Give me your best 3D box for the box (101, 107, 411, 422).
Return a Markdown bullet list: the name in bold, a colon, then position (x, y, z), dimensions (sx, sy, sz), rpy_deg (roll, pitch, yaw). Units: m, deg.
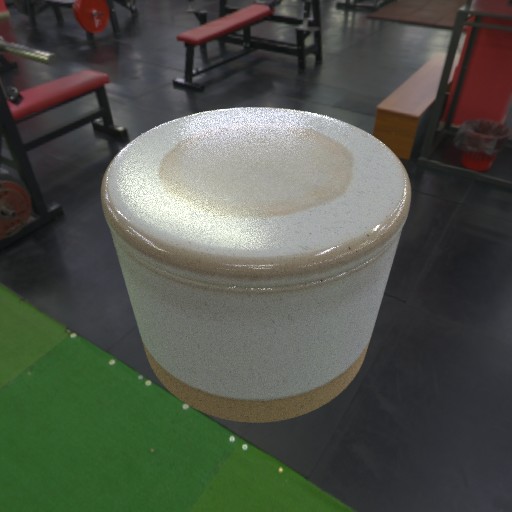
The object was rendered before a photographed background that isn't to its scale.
- **box**: position (0.000, 0.000, 0.263), dimensions (0.154, 0.123, 0.154), rpy_deg (0, 40, 0)
